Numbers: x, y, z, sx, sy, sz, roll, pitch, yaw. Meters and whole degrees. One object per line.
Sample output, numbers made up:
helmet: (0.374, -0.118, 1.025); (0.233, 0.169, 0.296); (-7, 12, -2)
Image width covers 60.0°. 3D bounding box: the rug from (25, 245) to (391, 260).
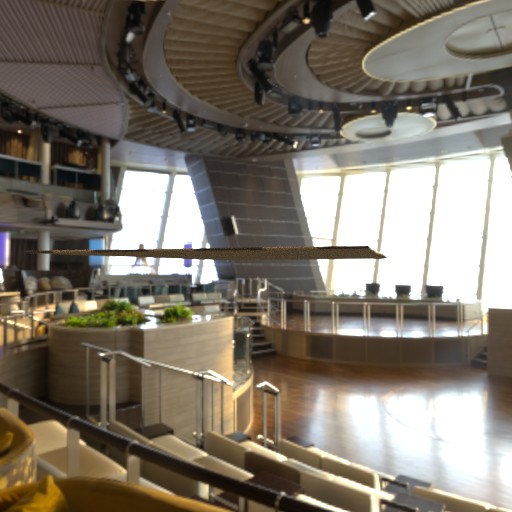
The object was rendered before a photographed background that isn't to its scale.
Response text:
rug: (0.000, 0.000, 3.002); (1.676, 0.013, 2.261); (-1, -2, 19)
